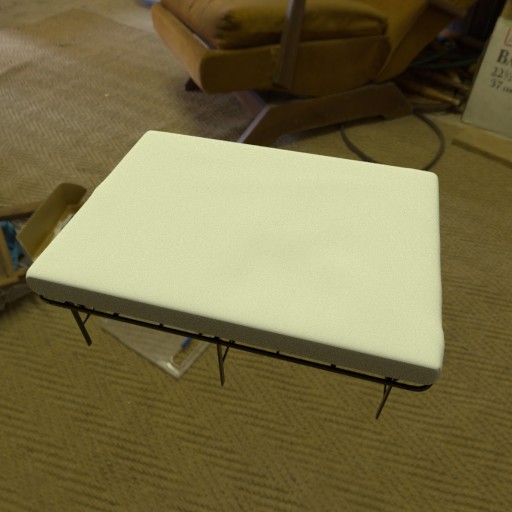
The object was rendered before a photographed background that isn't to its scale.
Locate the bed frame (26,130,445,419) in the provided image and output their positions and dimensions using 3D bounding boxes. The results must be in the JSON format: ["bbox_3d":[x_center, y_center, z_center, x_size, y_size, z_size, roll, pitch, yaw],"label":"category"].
[{"bbox_3d":[0.000,0.000,2.534,1.905,0.637,1.372,11,47,11],"label":"bed frame"}]
